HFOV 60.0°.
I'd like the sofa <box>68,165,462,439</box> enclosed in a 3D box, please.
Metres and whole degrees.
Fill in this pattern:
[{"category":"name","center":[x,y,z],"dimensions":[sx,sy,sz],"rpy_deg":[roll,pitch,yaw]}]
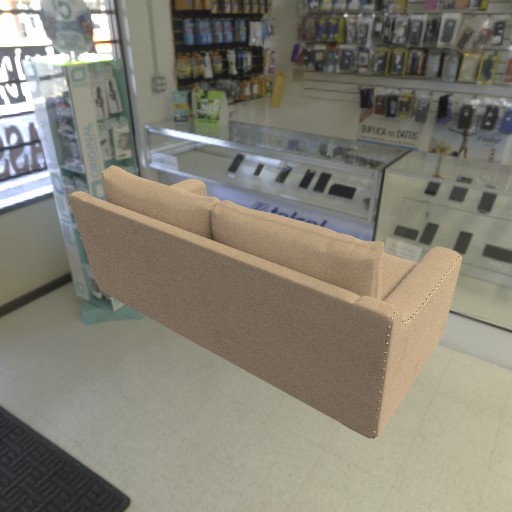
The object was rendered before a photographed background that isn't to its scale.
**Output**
[{"category":"sofa","center":[0.000,0.000,2.530],"dimensions":[1.967,0.901,1.030],"rpy_deg":[20,34,32]}]
